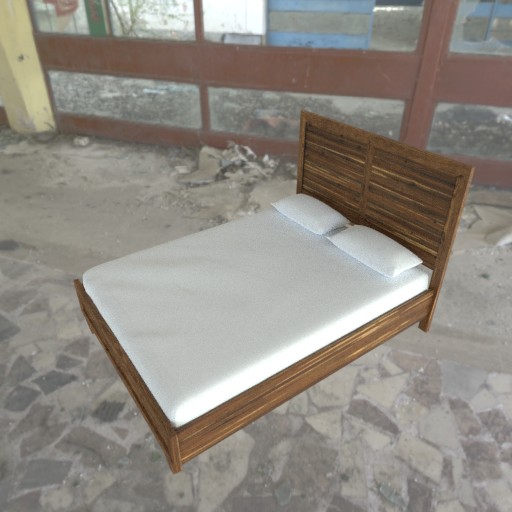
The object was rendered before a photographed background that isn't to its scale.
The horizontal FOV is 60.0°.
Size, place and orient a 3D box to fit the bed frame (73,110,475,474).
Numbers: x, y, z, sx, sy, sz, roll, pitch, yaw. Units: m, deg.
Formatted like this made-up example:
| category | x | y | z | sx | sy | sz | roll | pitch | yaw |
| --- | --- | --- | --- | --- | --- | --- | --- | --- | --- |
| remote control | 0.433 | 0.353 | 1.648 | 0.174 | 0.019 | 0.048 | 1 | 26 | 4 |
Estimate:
| category | x | y | z | sx | sy | sz | roll | pitch | yaw |
| --- | --- | --- | --- | --- | --- | --- | --- | --- | --- |
| bed frame | 0.000 | 0.000 | 3.275 | 2.276 | 1.417 | 1.696 | -21 | 38 | -29 |
